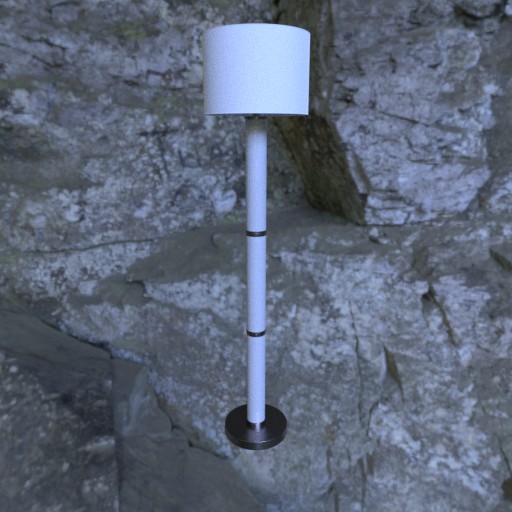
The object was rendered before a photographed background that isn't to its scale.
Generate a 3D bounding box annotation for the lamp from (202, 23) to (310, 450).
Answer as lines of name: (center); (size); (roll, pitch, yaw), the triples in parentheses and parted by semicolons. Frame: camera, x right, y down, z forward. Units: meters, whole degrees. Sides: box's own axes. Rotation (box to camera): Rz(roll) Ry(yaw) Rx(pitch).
lamp: (0.000, 0.000, 1.755); (0.377, 1.599, 0.377); (3, 16, 10)
